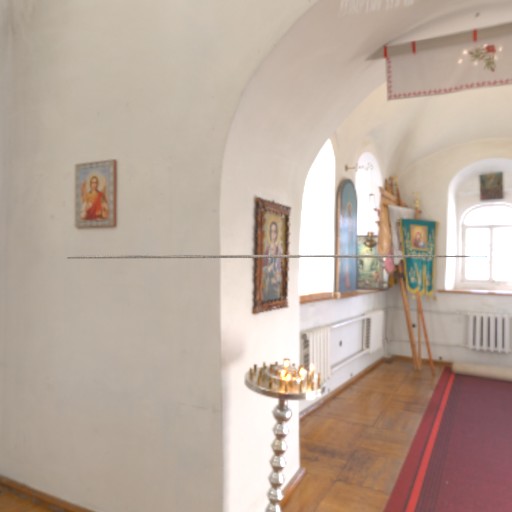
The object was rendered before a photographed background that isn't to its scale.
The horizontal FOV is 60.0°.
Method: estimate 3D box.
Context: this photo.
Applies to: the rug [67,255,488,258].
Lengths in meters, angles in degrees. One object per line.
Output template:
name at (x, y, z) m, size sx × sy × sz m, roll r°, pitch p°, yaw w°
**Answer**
rug at (0.000, 0.000, 4.180) m, size 3.072 × 0.011 × 2.451 m, roll 0°, pitch 0°, yaw -18°
